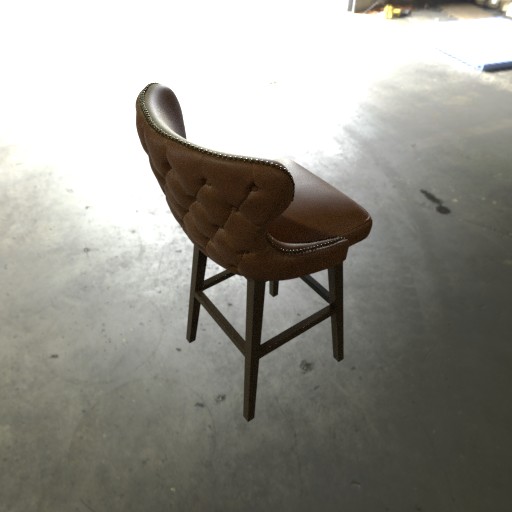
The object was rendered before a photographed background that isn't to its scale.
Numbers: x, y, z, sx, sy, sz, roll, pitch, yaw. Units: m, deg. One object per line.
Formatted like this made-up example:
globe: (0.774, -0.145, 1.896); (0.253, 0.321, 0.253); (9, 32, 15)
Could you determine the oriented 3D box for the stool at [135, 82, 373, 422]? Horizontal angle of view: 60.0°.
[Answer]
stool: (0.000, 0.000, 1.494); (0.606, 1.087, 0.591); (-26, 48, -26)
